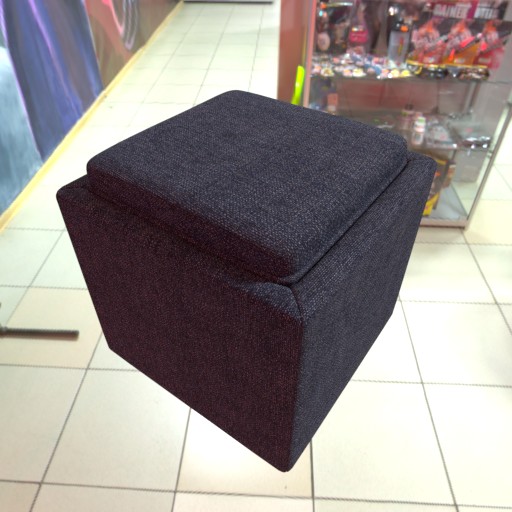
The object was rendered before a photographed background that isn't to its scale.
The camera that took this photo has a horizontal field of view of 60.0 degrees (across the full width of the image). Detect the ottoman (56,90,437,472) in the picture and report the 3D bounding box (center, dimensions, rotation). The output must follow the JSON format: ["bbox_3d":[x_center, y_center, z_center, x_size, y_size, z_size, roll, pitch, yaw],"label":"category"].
[{"bbox_3d":[0.000,0.000,0.822,0.450,0.460,0.450,25,47,26],"label":"ottoman"}]
